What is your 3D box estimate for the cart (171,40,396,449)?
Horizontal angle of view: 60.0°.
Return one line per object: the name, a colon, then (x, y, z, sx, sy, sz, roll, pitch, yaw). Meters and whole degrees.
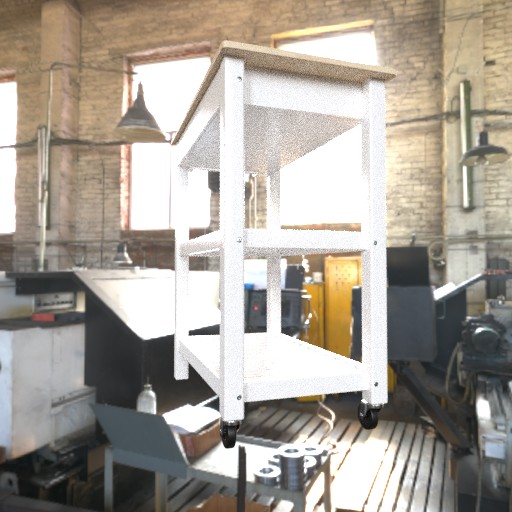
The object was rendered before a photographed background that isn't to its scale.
cart: (0.000, 0.000, 1.461, 0.457, 0.927, 0.899, 1, -2, -19)
